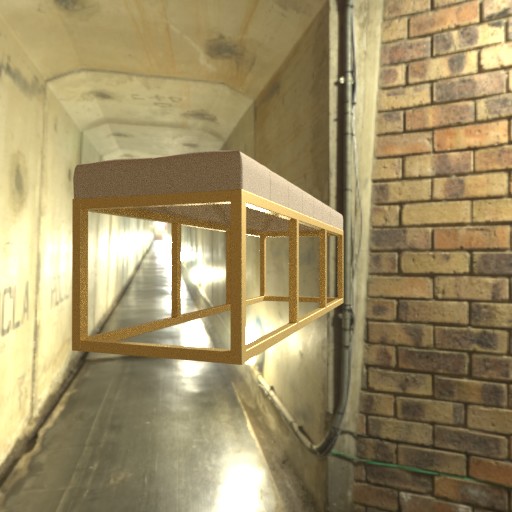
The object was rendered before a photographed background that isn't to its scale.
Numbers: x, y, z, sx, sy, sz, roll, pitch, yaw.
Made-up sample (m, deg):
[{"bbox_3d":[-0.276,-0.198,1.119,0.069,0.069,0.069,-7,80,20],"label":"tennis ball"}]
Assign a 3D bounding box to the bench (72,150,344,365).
[{"bbox_3d":[0.000,0.000,1.726,0.457,0.484,1.473,0,-1,20],"label":"bench"}]
